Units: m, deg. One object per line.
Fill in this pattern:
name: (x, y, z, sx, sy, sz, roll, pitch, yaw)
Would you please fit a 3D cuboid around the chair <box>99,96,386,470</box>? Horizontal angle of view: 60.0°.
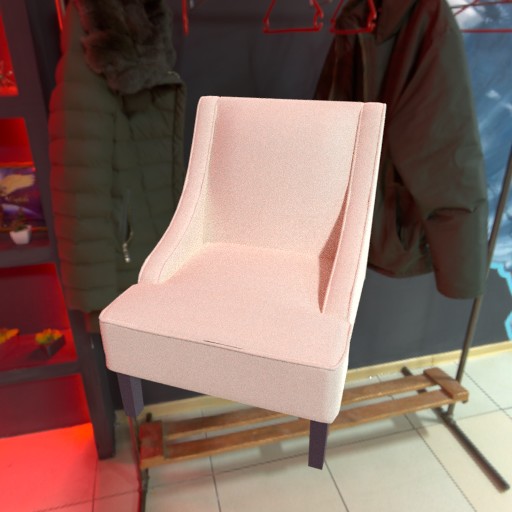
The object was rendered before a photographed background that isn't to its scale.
chair: (0.000, 0.000, 1.441, 0.689, 0.886, 0.806, 8, 27, 16)
